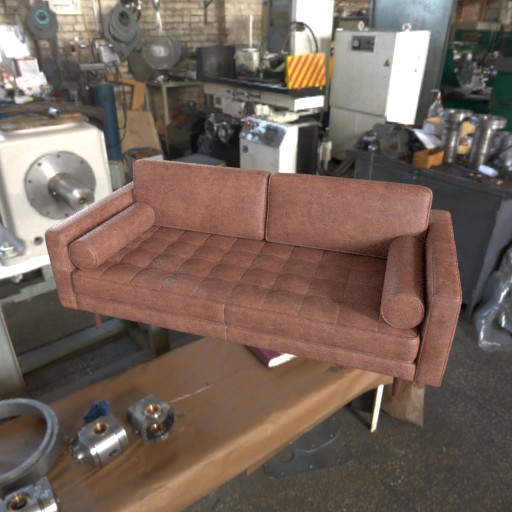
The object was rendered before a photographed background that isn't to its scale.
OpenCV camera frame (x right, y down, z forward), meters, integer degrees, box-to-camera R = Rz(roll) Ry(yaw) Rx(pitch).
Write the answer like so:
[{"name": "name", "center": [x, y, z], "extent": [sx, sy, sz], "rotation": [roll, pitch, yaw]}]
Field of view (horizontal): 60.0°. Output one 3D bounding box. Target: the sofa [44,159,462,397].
[{"name": "sofa", "center": [0.000, 0.000, 2.288], "extent": [1.870, 0.760, 0.910], "rotation": [9, 29, 16]}]
